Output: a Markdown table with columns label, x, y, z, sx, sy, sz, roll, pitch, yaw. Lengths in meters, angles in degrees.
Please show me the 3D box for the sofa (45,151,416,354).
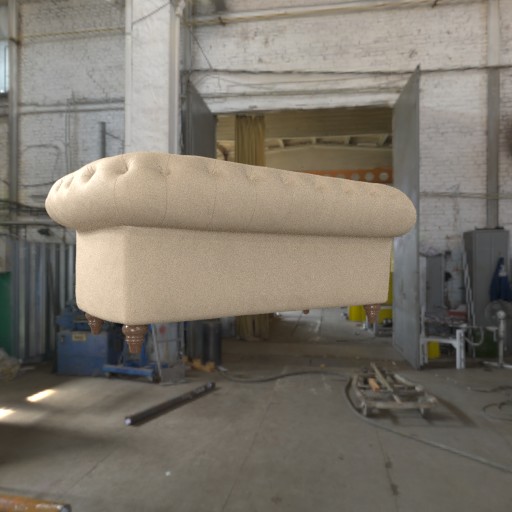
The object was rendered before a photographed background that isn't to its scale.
| label | x | y | z | sx | sy | sz | roll | pitch | yaw |
| --- | --- | --- | --- | --- | --- | --- | --- | --- | --- |
| sofa | 0.000 | 0.000 | 2.459 | 1.988 | 0.835 | 1.069 | 0 | 0 | -36 |
